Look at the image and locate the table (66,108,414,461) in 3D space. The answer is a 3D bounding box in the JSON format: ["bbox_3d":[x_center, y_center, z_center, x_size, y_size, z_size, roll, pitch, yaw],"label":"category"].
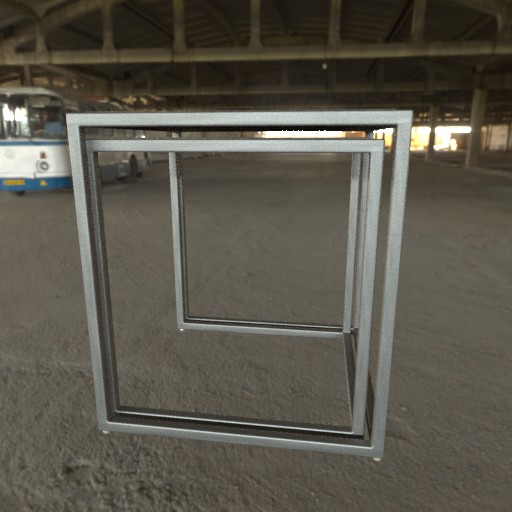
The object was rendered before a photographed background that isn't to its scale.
[{"bbox_3d":[0.000,0.000,0.839,0.449,0.500,0.450,2,15,8],"label":"table"}]
